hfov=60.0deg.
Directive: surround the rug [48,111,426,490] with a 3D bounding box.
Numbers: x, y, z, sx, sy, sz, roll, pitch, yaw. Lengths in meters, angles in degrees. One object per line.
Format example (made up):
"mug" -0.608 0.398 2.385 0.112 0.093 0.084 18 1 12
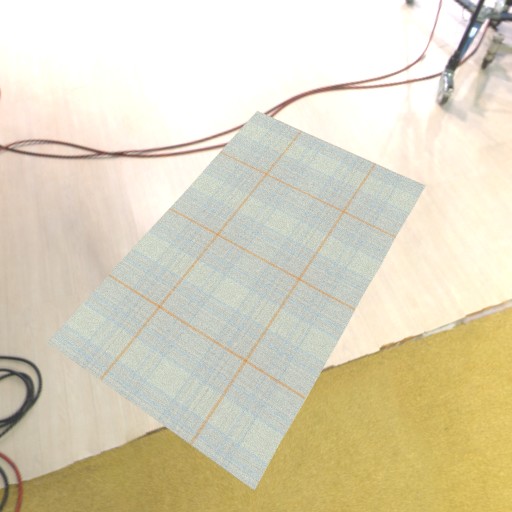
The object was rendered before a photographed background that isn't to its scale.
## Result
"rug" 0.000 0.000 3.074 1.527 0.016 2.442 29 64 16
